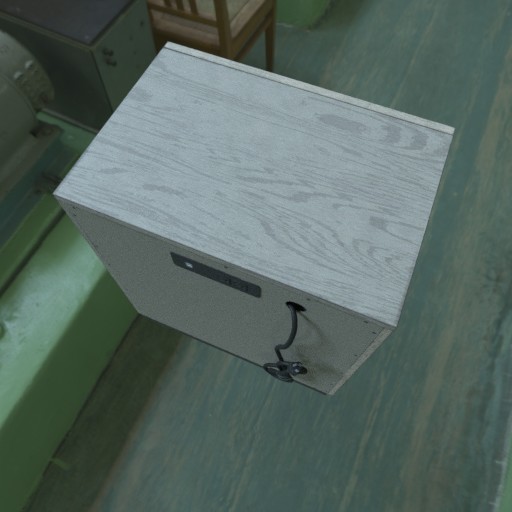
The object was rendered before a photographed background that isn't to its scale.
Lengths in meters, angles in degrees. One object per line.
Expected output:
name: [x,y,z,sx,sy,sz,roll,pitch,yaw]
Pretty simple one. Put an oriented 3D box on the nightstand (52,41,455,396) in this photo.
nightstand: [0.000,0.000,1.087,0.612,0.673,0.483,21,65,10]
